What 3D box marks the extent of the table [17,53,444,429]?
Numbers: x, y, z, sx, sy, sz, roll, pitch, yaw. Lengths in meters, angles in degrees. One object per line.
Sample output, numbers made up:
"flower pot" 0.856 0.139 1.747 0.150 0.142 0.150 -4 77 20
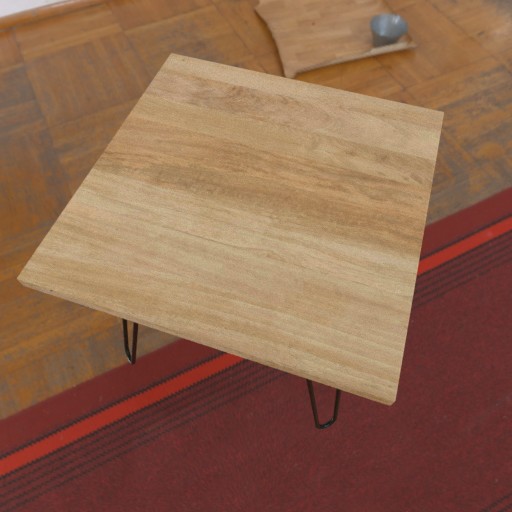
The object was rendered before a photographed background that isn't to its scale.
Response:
"table" 0.000 0.000 1.010 0.599 0.500 0.599 16 61 9
